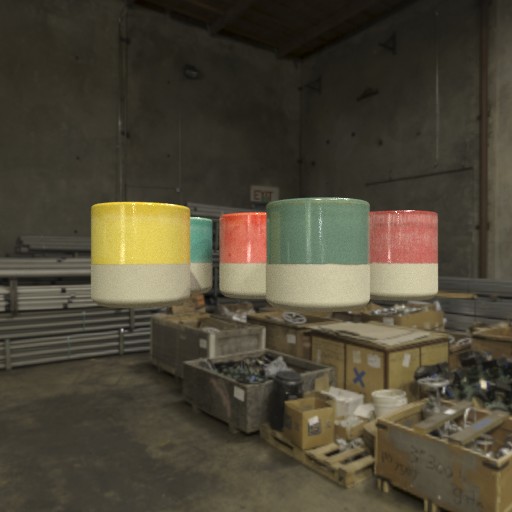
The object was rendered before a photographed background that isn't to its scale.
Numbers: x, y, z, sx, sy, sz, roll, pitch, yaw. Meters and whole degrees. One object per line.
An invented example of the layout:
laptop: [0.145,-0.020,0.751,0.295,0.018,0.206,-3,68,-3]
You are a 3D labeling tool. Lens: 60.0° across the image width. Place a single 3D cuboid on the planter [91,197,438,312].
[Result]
planter: [0.000,0.000,0.404,0.286,0.075,0.257,0,0,-35]
